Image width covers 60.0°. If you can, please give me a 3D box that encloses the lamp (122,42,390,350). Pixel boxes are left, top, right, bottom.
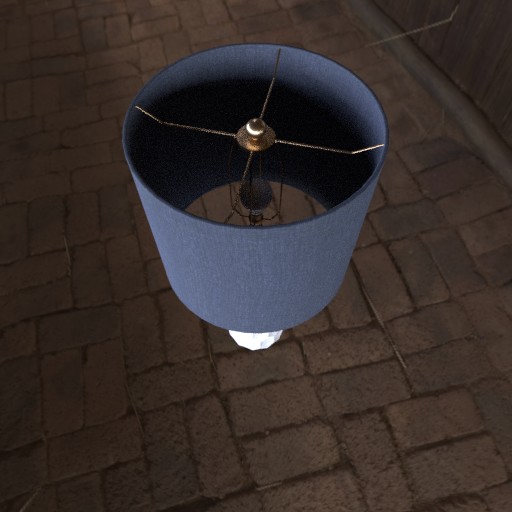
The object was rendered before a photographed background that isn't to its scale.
[{"bbox_3d":[0.000,0.000,0.692,0.277,0.537,0.277,-34,64,-19],"label":"lamp"}]
